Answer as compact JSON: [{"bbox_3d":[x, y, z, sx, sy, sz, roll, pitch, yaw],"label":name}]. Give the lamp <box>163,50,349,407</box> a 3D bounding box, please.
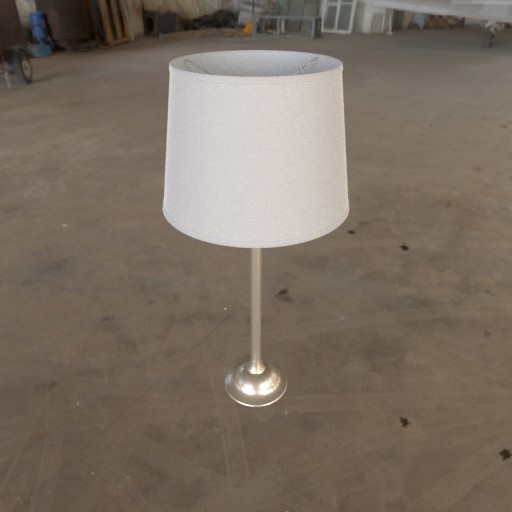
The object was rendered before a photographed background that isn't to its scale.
[{"bbox_3d":[0.000,0.000,0.860,0.331,0.698,0.331,0,32,0],"label":"lamp"}]
